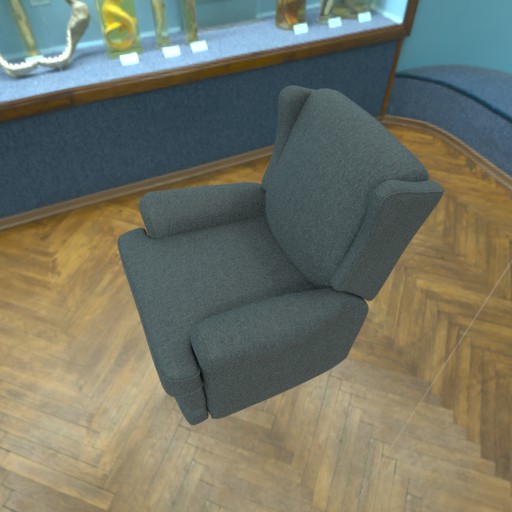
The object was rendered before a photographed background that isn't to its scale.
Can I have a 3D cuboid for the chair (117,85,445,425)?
[{"bbox_3d":[0.000,0.000,1.719,0.969,1.011,0.847,-18,50,-16],"label":"chair"}]
